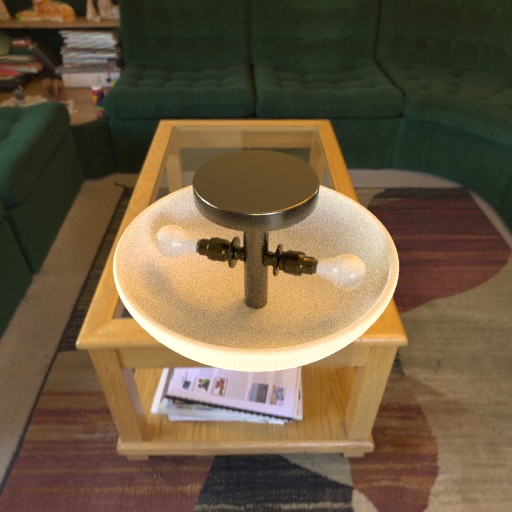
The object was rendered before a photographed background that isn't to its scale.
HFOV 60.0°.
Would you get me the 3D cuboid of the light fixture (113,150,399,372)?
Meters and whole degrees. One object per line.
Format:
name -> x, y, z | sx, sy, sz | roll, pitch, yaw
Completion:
light fixture -> 0.000, 0.000, 0.537 | 0.330, 0.214, 0.330 | 0, 40, 0
